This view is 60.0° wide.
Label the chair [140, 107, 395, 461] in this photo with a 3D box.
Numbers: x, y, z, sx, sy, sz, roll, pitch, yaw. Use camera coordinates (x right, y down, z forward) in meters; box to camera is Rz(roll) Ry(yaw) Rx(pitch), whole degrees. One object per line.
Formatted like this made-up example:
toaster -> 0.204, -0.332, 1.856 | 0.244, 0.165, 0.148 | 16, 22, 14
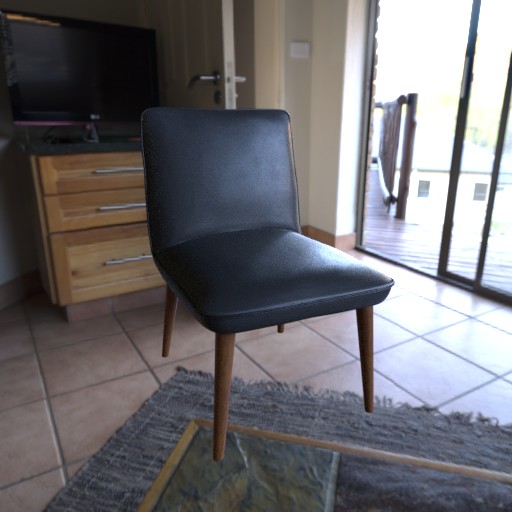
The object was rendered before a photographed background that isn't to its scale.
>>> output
chair -> 0.000, 0.000, 1.244 | 0.543, 0.801, 0.645 | -9, 19, -27
